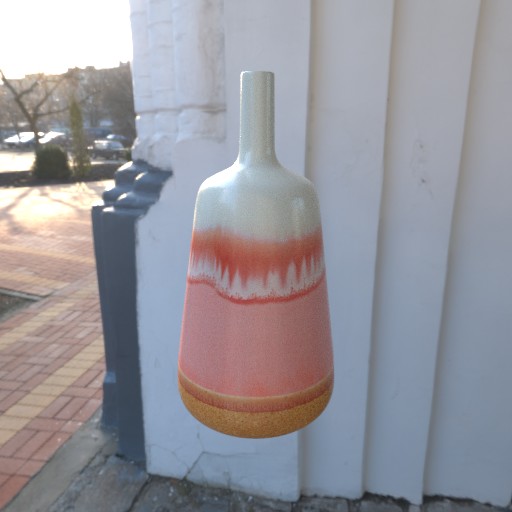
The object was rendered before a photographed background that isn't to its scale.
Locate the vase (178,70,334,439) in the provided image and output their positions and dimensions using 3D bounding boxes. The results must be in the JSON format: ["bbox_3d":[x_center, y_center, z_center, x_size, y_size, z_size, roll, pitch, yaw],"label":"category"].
[{"bbox_3d":[0.000,0.000,0.385,0.144,0.296,0.144,0,15,0],"label":"vase"}]
